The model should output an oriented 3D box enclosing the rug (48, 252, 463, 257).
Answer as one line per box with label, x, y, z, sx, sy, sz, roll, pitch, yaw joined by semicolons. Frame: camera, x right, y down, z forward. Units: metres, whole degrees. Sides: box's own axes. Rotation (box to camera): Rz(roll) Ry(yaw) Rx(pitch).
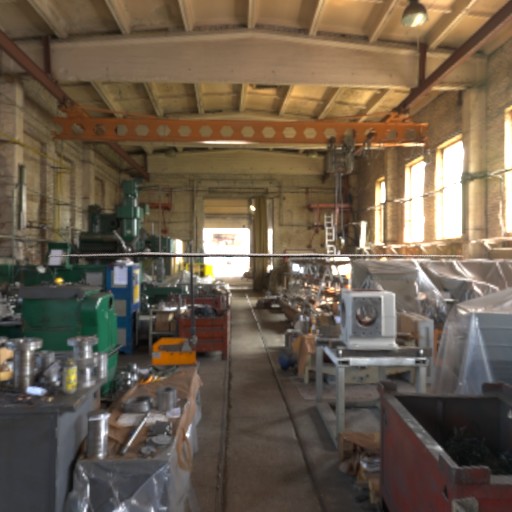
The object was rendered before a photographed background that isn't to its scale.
rug;0.000;0.000;4.423;3.357;0.019;2.449;0;0;-36
